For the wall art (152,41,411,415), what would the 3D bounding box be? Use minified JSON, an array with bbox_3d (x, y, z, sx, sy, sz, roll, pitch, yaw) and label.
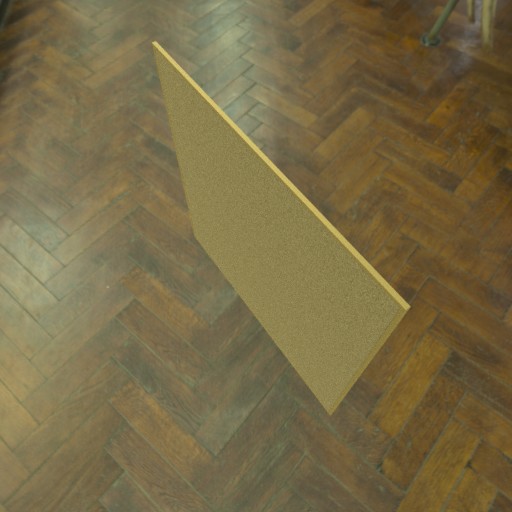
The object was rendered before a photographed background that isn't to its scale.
[{"bbox_3d":[0.000,0.000,1.418,0.013,0.959,0.962,-31,64,-17],"label":"wall art"}]
